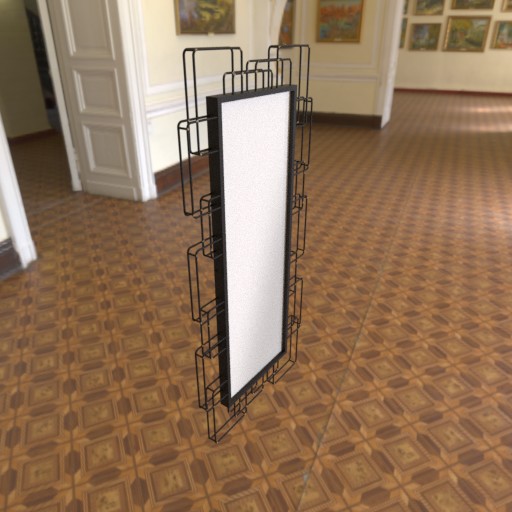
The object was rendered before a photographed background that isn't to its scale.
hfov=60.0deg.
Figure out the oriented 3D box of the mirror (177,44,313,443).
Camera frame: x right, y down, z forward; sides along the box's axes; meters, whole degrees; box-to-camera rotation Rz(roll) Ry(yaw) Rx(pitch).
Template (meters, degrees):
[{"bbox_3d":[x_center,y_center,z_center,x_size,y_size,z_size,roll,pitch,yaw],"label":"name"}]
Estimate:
[{"bbox_3d":[0.000,0.000,1.391,0.037,1.192,0.565,18,32,32],"label":"mirror"}]
